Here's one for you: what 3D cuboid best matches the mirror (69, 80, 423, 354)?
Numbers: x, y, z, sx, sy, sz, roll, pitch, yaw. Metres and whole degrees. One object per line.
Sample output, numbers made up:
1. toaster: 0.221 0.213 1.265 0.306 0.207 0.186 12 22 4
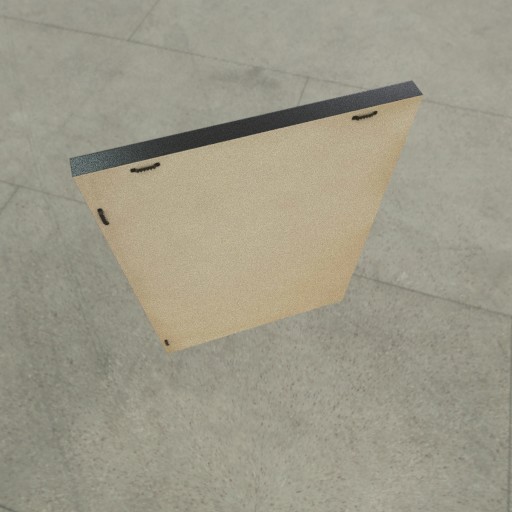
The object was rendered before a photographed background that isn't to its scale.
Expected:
1. mirror: 0.000 0.000 0.922 0.507 0.710 0.040 -16 61 -9
